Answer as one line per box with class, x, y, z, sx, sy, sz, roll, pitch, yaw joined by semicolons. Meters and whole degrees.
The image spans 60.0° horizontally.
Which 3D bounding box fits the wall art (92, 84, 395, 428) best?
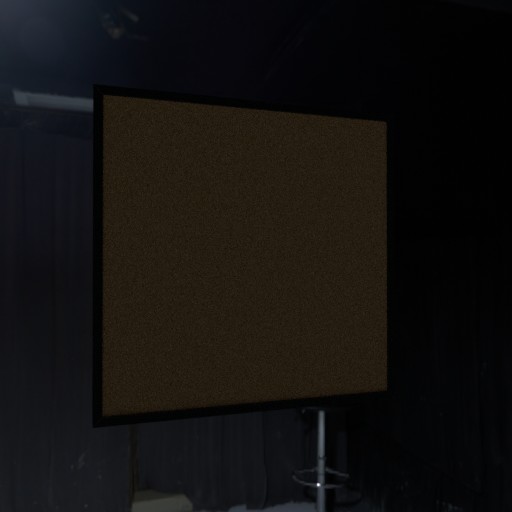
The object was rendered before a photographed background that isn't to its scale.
wall art;0.000;0.000;1.102;0.761;0.761;0.037;0;0;-16
